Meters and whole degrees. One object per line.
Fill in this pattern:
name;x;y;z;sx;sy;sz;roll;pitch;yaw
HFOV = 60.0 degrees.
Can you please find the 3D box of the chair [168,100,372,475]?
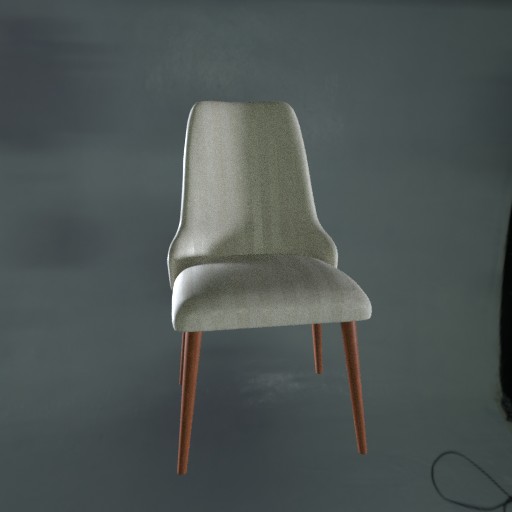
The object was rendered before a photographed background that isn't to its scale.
chair;0.000;0.000;1.333;0.526;0.917;0.684;-2;16;-8
